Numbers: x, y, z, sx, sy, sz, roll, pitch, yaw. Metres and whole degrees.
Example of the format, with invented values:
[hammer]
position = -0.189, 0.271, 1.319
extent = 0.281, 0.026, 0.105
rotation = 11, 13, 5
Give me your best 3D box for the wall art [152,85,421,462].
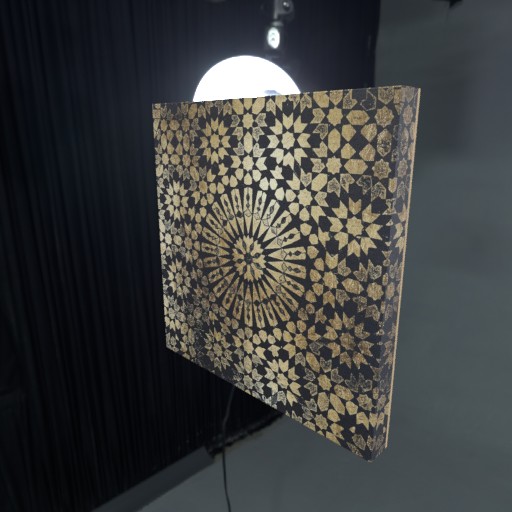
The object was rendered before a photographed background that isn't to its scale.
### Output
[wall art]
position = 0.000, 0.000, 0.602
extent = 0.405, 0.405, 0.038
rotation = 15, 21, 42
